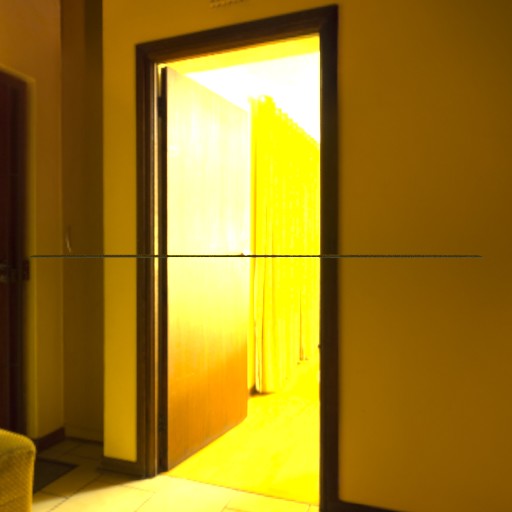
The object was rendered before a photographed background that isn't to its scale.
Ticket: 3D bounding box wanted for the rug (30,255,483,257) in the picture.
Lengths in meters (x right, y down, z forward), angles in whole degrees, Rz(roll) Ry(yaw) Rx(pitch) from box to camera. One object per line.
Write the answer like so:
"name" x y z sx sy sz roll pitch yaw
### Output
"rug" 0.000 0.000 2.475 2.196 0.011 0.662 0 0 0
